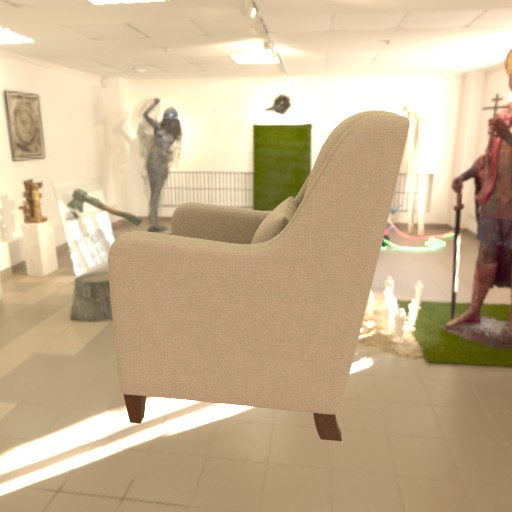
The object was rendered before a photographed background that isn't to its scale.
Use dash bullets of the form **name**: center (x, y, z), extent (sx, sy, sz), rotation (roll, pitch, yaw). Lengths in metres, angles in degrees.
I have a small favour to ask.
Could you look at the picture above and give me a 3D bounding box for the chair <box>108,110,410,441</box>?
- **chair**: center (0.000, 0.000, 1.644), extent (0.896, 1.017, 0.715), rotation (2, 15, 7)
